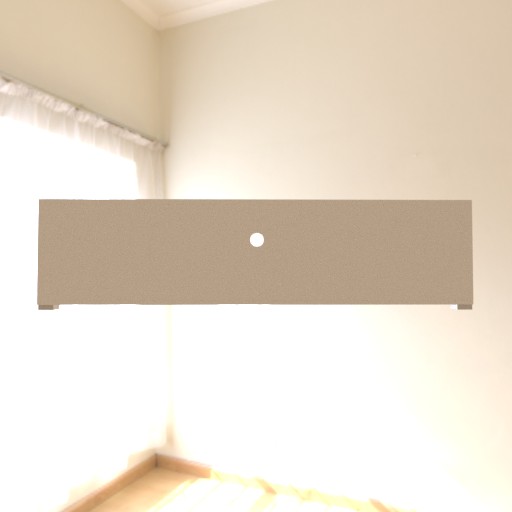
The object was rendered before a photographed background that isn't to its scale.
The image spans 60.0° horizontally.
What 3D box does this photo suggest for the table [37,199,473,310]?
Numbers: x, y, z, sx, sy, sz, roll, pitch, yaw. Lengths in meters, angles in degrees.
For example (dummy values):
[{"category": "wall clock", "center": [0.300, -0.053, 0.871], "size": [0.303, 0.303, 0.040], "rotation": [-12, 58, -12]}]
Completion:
[{"category": "table", "center": [0.000, 0.000, 1.874], "size": [1.650, 0.420, 0.390], "rotation": [0, -2, -1]}]
